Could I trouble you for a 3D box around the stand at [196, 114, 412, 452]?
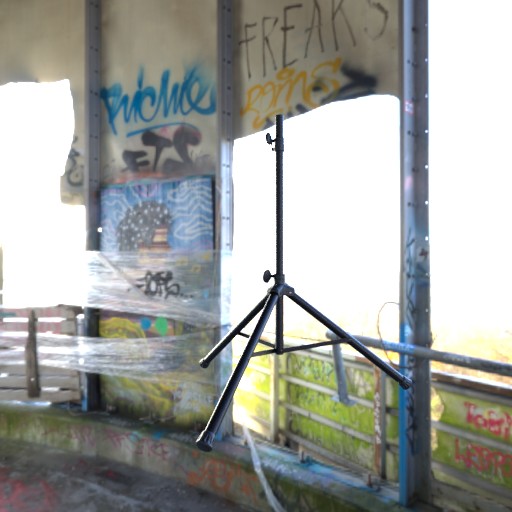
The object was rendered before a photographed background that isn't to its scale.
[{"bbox_3d":[0.000,0.000,1.914,1.045,1.136,0.907,0,0,-37],"label":"stand"}]
